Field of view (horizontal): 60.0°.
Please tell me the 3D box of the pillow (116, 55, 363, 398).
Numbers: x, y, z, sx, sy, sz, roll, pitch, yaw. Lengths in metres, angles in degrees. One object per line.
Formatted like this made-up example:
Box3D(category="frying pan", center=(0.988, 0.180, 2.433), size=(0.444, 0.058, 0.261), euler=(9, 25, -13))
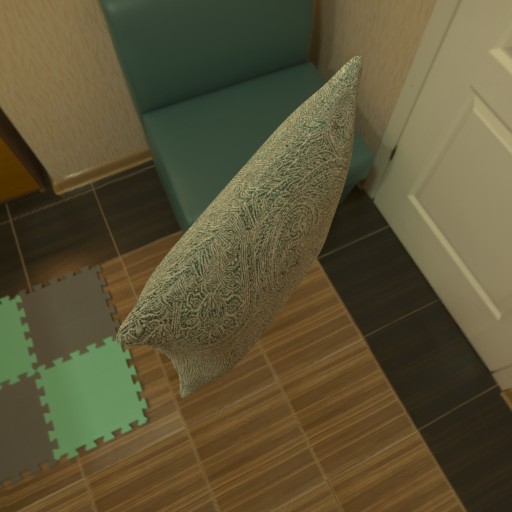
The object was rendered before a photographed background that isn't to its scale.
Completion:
Box3D(category="pillow", center=(0.000, 0.000, 0.791), size=(0.166, 0.507, 0.526), euler=(33, 69, 14))
